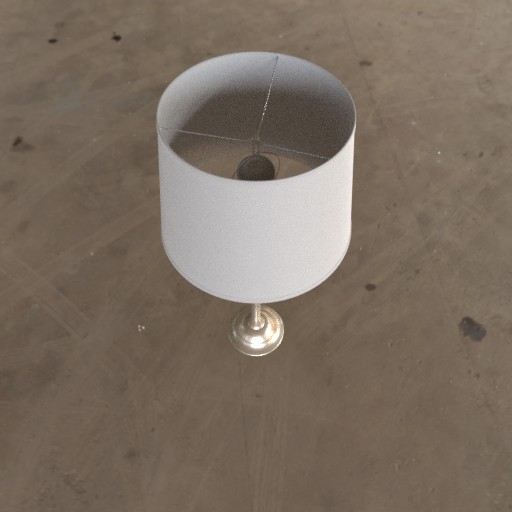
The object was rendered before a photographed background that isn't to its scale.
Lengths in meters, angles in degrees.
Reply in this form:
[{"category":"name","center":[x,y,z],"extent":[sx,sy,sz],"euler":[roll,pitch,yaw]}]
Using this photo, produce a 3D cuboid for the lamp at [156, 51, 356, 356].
[{"category":"lamp","center":[0.000,0.000,0.872],"extent":[0.331,0.698,0.331],"euler":[0,56,0]}]
